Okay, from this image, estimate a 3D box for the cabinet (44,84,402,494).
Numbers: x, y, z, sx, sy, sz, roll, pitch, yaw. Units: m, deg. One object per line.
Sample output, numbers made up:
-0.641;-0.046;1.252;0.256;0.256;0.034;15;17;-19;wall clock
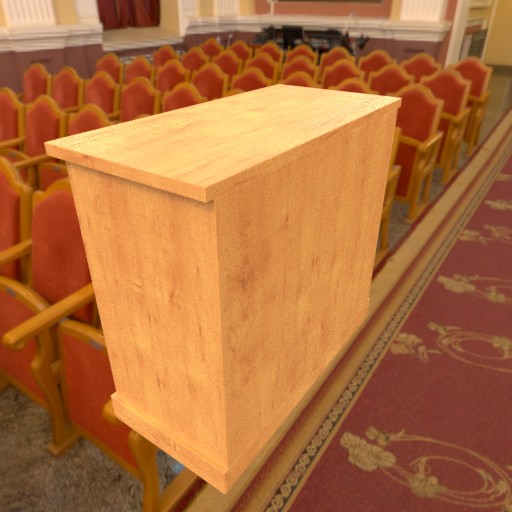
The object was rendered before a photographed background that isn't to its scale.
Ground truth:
0.000;0.000;1.362;0.450;0.840;0.920;19;35;30;cabinet
